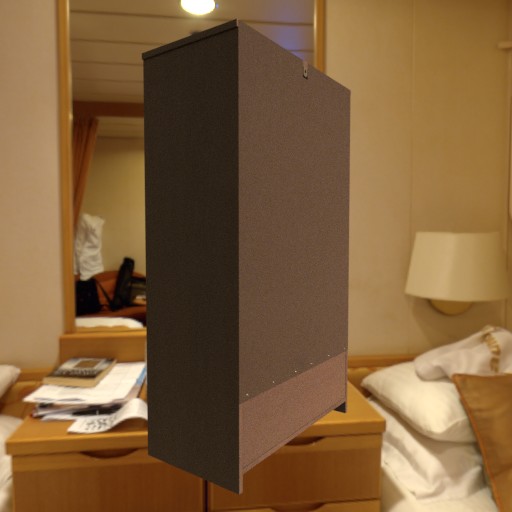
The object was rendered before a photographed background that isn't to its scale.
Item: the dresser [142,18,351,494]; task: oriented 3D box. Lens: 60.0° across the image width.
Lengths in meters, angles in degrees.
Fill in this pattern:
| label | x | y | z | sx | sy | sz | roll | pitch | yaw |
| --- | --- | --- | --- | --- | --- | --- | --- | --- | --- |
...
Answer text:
| label | x | y | z | sx | sy | sz | roll | pitch | yaw |
| --- | --- | --- | --- | --- | --- | --- | --- | --- | --- |
| dresser | 0.000 | 0.000 | 1.562 | 0.399 | 1.255 | 0.704 | 2 | 3 | 36 |
